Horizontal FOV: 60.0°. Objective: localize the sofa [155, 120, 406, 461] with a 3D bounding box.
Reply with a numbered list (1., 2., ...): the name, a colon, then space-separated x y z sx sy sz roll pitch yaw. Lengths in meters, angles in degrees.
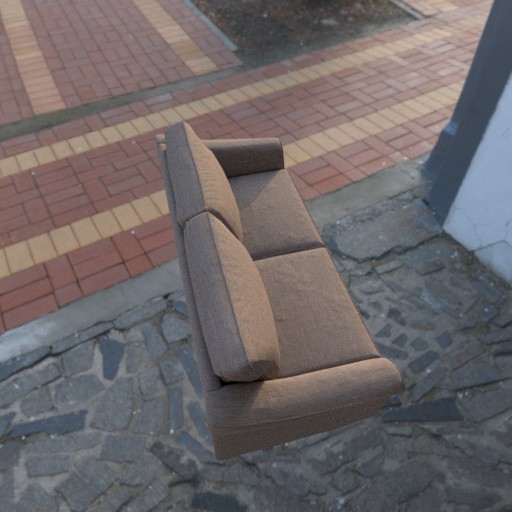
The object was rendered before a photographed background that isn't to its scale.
1. sofa: 0.000 0.000 2.838 0.980 0.965 2.270 -11 49 -10
